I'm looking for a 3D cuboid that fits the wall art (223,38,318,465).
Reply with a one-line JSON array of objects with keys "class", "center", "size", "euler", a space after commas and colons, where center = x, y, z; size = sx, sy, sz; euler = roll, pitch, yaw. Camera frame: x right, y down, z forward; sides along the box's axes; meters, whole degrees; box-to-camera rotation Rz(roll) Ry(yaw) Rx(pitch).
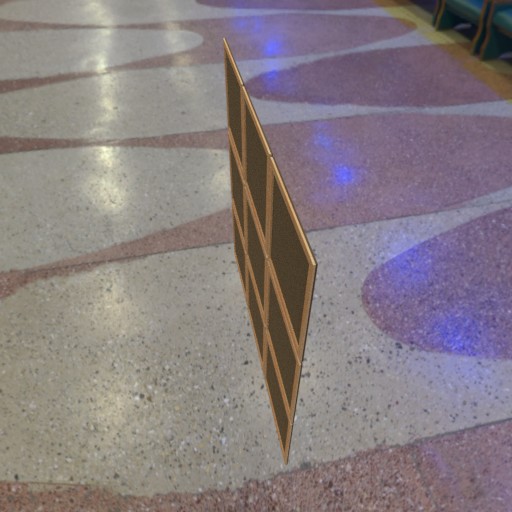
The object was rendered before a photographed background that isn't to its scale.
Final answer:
[{"class": "wall art", "center": [0.000, 0.000, 2.211], "size": [0.013, 1.525, 1.520], "euler": [-9, 47, -8]}]
